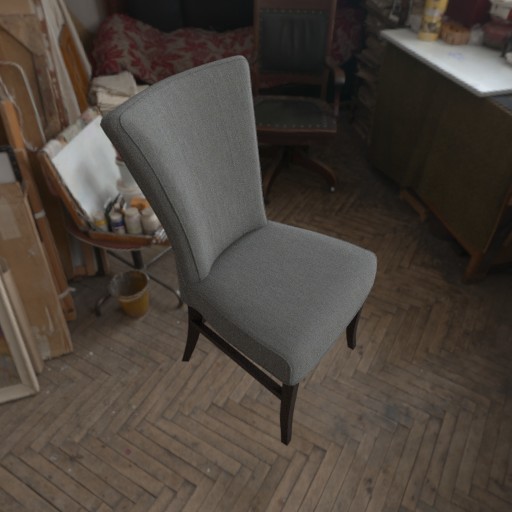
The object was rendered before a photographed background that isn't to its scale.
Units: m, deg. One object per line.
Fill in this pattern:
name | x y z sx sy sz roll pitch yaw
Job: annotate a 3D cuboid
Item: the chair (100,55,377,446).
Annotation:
chair | 0.000 0.000 1.387 0.660 0.991 0.520 27 49 26
